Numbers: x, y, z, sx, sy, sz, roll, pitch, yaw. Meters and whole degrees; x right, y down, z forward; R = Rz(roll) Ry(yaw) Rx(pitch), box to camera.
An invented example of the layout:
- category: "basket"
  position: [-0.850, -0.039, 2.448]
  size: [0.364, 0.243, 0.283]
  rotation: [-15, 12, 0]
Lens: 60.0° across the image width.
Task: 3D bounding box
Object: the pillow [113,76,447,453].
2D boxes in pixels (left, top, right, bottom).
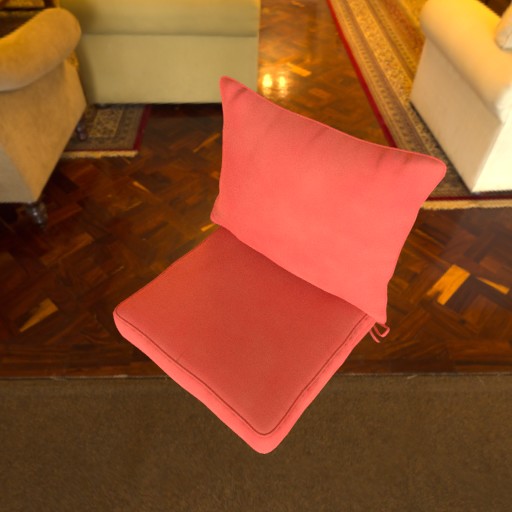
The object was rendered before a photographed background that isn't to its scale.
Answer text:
- category: "pillow"
  position: [0.000, 0.000, 1.367]
  size: [0.798, 0.725, 0.733]
  rotation: [31, 54, 26]
